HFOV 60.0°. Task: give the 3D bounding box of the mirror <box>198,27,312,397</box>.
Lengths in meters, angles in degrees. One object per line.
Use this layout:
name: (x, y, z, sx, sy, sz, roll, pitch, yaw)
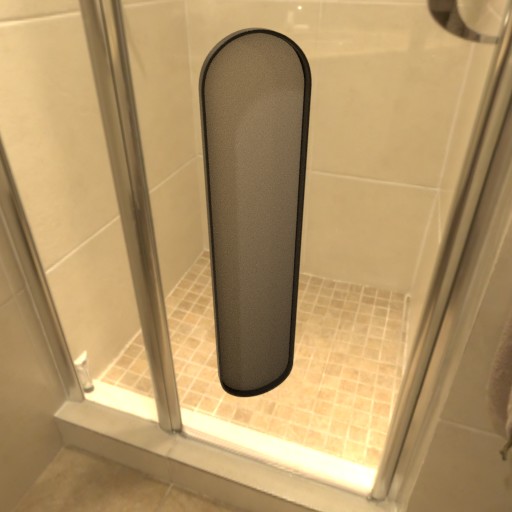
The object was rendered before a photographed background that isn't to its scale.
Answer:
mirror: (0.000, 0.000, 1.078, 0.222, 0.991, 0.032, -10, 35, -14)
